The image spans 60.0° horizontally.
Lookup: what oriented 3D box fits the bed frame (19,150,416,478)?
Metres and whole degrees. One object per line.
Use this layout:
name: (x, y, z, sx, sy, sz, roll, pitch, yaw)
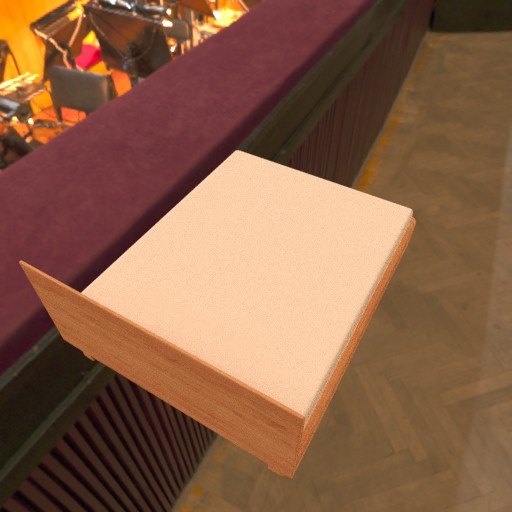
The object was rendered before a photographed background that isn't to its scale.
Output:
bed frame: (0.000, 0.000, 2.997, 1.660, 0.940, 2.092, 23, 51, 20)
